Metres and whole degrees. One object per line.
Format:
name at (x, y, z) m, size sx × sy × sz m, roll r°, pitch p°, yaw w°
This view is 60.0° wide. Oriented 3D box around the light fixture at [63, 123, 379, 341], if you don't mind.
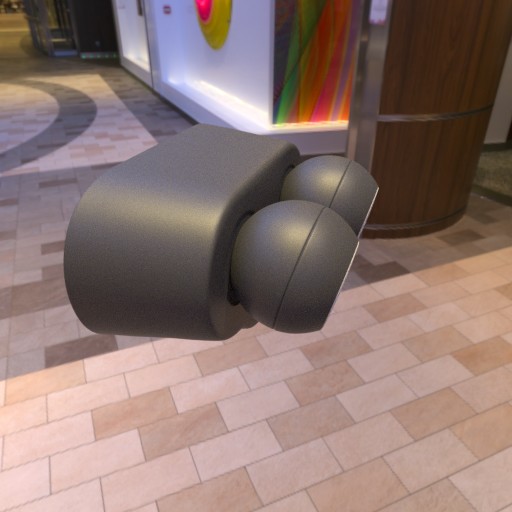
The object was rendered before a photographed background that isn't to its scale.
light fixture at (0.000, 0.000, 0.341) m, size 0.159 × 0.159 × 0.229 m, roll 11°, pitch 32°, yaw 17°
